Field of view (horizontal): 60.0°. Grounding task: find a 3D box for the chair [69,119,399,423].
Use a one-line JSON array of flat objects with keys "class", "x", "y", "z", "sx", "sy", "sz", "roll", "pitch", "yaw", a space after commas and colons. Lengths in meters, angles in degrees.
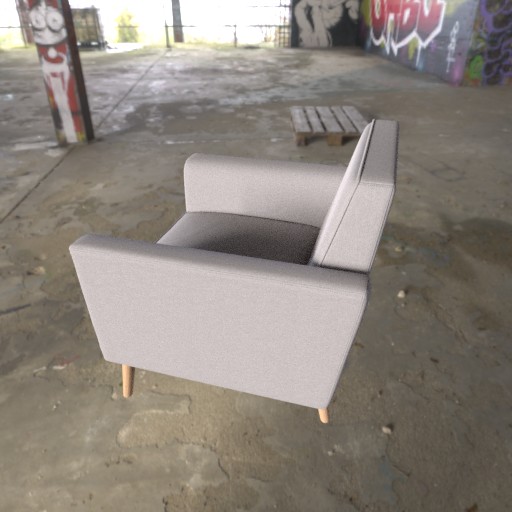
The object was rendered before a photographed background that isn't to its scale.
[{"class": "chair", "x": 0.000, "y": 0.000, "z": 1.398, "sx": 0.750, "sy": 0.780, "sz": 0.780, "roll": 8, "pitch": 31, "yaw": 14}]
